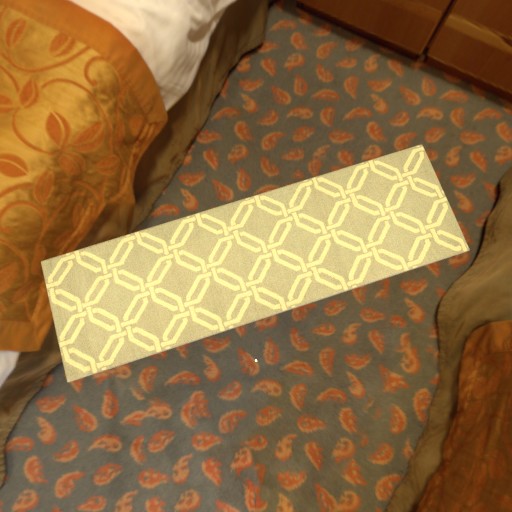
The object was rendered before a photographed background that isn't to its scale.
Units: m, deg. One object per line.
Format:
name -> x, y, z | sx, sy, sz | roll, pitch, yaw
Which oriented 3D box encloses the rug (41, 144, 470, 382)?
rug -> 0.000, 0.000, 2.451 | 2.276, 0.014, 0.678 | -18, 77, -4
